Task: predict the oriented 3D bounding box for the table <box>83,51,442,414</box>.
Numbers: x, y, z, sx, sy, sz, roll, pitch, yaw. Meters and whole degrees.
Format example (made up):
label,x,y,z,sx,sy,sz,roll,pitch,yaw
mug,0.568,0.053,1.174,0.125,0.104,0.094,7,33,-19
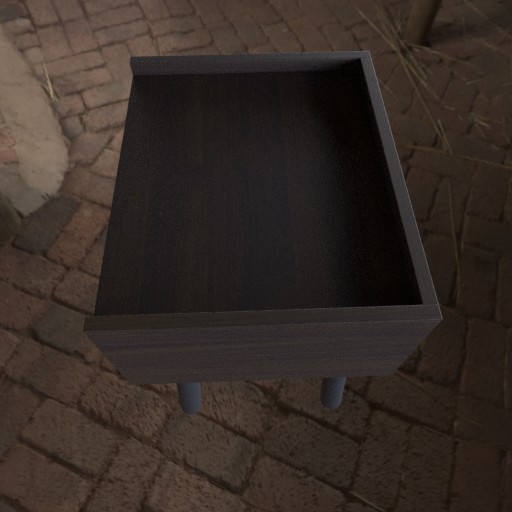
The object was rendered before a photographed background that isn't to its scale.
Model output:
label,x,y,z,sx,sy,sz,roll,pitch,yaw
table,0.000,0.000,0.773,0.370,0.470,0.450,-2,59,-1
